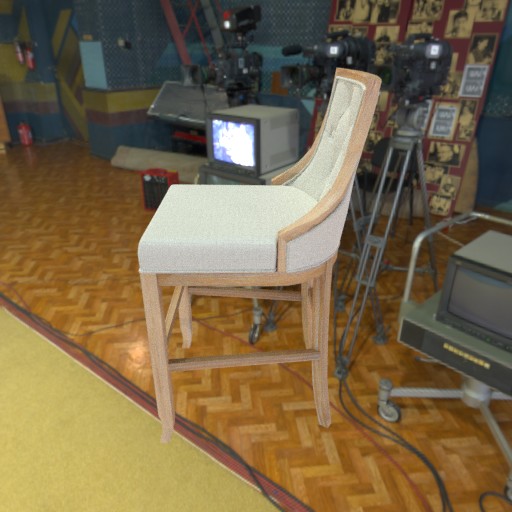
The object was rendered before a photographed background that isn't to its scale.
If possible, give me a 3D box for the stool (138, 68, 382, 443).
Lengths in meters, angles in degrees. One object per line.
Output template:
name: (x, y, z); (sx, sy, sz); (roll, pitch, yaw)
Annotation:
stool: (0.000, 0.000, 1.434); (0.626, 1.101, 0.524); (0, 26, 0)
